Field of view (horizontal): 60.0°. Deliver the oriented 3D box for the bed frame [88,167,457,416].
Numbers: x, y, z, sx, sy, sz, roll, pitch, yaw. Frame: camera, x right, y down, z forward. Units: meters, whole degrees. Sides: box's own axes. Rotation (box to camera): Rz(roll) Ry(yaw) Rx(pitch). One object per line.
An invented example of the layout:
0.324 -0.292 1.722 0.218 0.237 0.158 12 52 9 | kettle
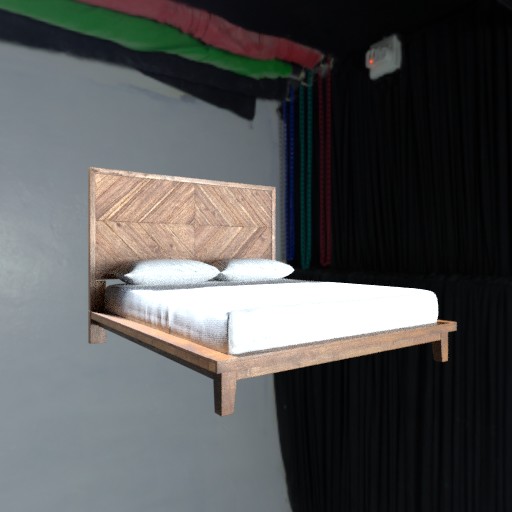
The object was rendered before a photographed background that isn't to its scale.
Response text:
0.000 0.000 3.580 2.038 1.537 2.235 0 1 -35 | bed frame
